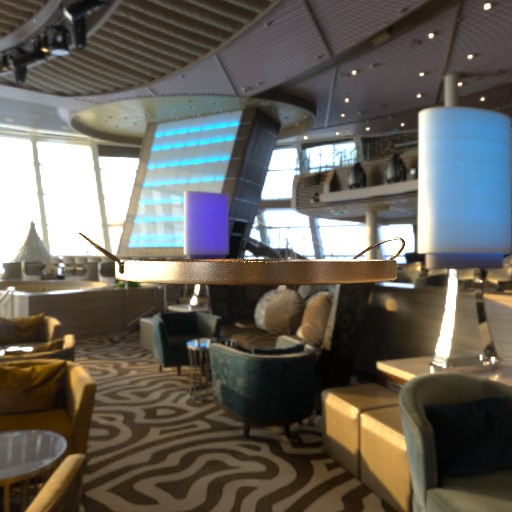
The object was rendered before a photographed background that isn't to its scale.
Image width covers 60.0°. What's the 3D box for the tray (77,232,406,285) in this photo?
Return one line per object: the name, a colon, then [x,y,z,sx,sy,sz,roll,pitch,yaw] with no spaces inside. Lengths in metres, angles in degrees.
tray: [0.000,0.000,0.724,0.543,0.069,0.438,0,0,-18]
